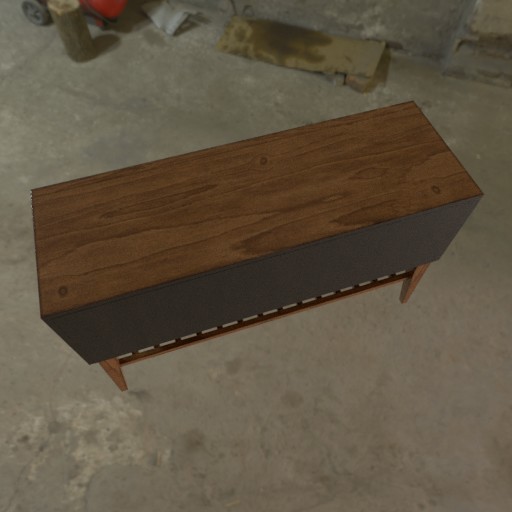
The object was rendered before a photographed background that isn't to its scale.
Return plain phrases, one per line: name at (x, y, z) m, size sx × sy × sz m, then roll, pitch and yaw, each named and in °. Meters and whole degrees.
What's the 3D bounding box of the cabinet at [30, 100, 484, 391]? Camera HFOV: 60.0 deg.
cabinet at (0.000, 0.000, 1.751) m, size 1.363 × 0.802 × 0.477 m, roll -16°, pitch 60°, yaw -9°
